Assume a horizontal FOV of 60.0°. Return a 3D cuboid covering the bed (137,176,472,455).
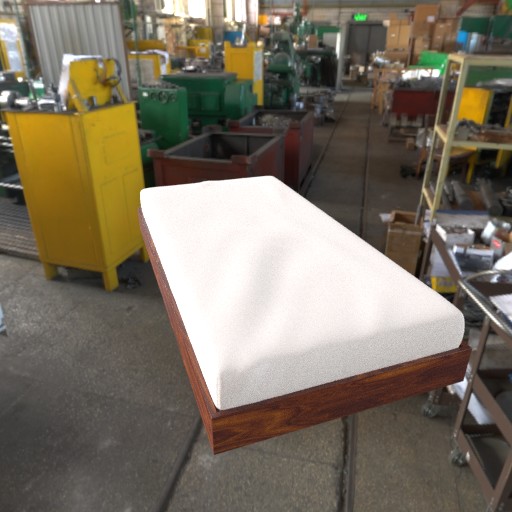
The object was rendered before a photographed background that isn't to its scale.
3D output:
[{"bbox_3d":[0.000,0.000,2.190,0.940,0.312,1.860,-9,28,-18],"label":"bed"}]
